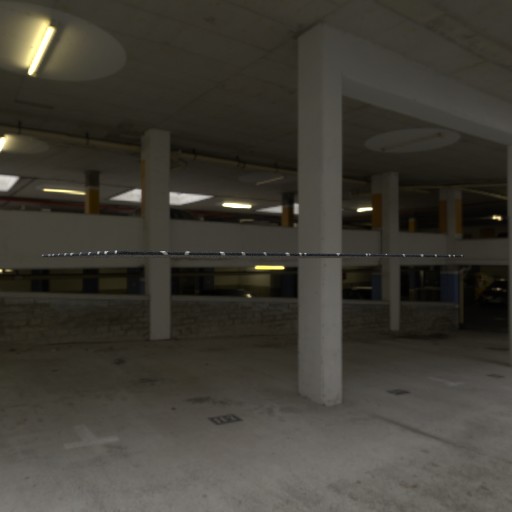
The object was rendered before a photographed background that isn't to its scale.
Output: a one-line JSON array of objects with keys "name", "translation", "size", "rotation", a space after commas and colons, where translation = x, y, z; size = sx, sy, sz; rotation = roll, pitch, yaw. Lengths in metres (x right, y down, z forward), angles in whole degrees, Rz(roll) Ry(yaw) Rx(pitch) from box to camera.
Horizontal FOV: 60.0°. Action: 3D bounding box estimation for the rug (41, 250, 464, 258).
[{"name": "rug", "translation": [0.000, 0.000, 2.292], "size": [1.830, 0.013, 1.223], "rotation": [0, -1, -35]}]
